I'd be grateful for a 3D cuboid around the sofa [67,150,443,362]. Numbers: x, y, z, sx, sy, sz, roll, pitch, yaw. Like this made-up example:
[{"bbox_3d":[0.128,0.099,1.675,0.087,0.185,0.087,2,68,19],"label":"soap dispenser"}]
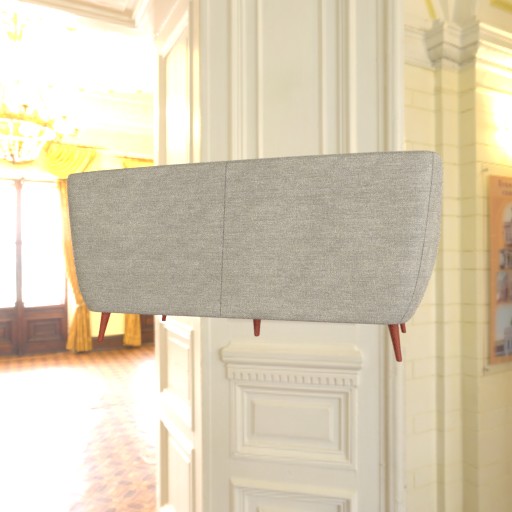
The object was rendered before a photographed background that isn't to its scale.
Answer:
[{"bbox_3d":[0.000,0.000,2.471,1.930,0.897,0.976,0,0,17],"label":"sofa"}]
